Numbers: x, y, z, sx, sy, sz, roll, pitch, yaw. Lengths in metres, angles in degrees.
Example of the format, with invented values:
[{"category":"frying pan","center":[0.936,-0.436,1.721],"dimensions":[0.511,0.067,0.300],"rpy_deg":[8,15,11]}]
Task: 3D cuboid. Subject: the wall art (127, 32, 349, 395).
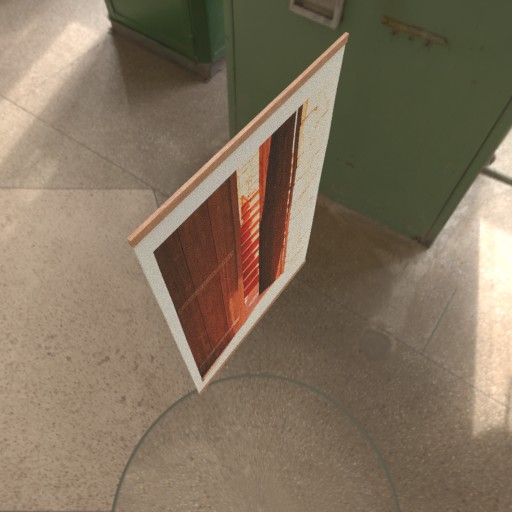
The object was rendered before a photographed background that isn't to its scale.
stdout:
[{"category":"wall art","center":[0.000,0.000,1.916],"dimensions":[0.019,1.527,1.019],"rpy_deg":[33,65,18]}]
